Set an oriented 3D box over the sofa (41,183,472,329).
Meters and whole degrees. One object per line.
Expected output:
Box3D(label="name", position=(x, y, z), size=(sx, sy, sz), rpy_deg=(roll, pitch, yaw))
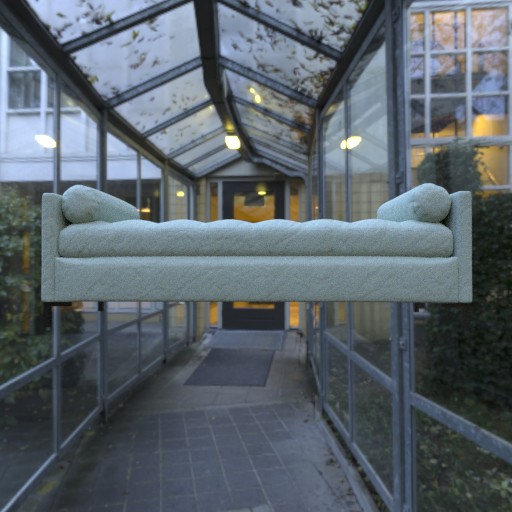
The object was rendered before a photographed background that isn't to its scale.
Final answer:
Box3D(label="sofa", position=(0.000, 0.000, 2.508), size=(2.102, 0.705, 0.796), rpy_deg=(0, -1, 2))
